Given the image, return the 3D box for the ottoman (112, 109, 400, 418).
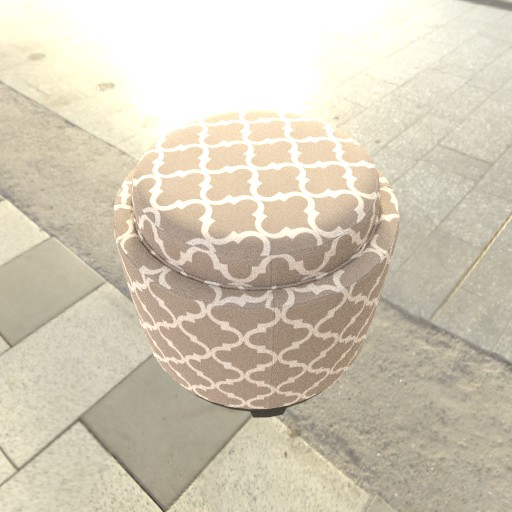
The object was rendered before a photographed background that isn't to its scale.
[{"bbox_3d":[0.000,0.000,0.847,0.480,0.429,0.480,0,46,0],"label":"ottoman"}]
